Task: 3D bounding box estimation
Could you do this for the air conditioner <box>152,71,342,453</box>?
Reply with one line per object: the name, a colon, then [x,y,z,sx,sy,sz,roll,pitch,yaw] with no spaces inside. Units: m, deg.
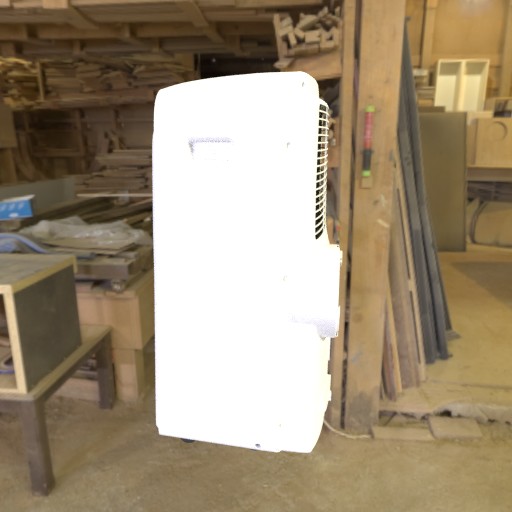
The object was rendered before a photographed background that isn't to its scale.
air conditioner: [0.000,0.000,0.961,0.365,0.700,0.454,2,15,9]
